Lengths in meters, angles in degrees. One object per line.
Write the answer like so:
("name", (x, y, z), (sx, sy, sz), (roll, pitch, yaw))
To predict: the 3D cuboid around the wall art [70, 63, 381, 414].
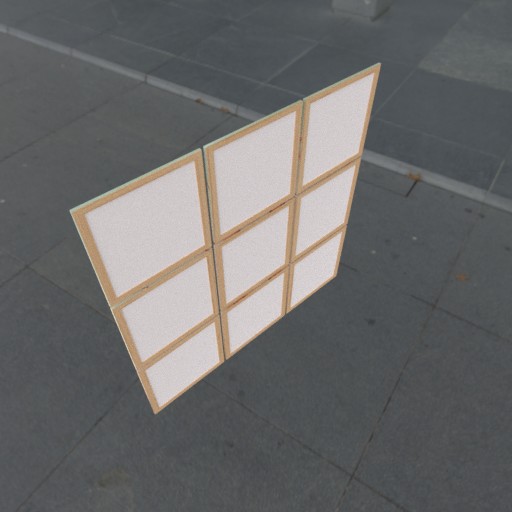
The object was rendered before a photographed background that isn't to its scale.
("wall art", (0.000, 0.000, 2.257), (1.517, 1.523, 0.013), (-33, 56, -26))
